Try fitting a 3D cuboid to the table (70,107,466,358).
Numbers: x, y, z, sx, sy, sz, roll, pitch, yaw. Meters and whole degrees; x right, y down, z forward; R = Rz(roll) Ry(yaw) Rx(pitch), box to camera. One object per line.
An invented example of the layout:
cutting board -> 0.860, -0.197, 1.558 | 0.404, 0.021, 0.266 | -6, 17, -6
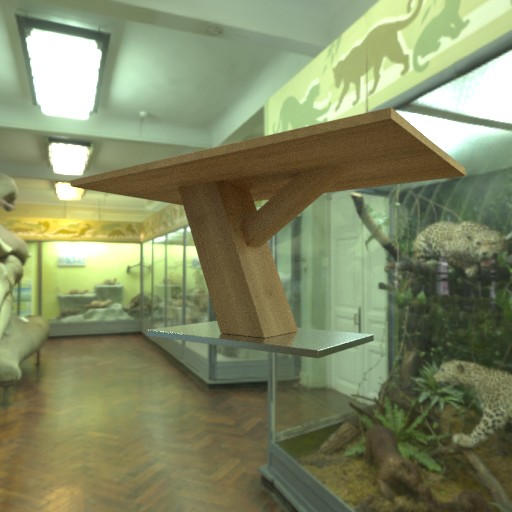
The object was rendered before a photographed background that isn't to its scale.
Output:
table -> 0.000, 0.000, 2.033 | 1.600, 0.750, 0.900 | -2, -3, 37
